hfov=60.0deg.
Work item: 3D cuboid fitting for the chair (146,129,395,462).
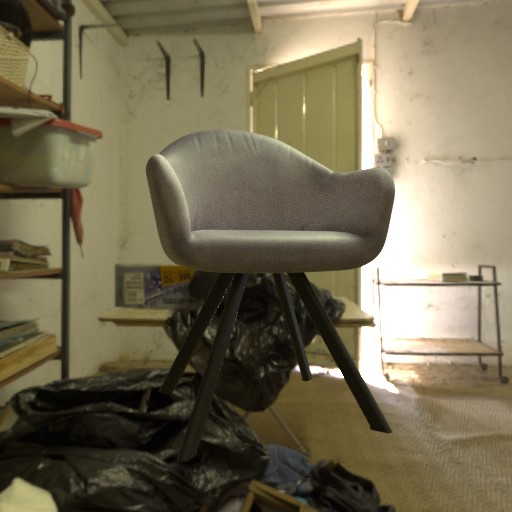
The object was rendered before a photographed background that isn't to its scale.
[{"bbox_3d":[0.000,0.000,1.168,0.570,0.780,0.540,0,1,-17],"label":"chair"}]
